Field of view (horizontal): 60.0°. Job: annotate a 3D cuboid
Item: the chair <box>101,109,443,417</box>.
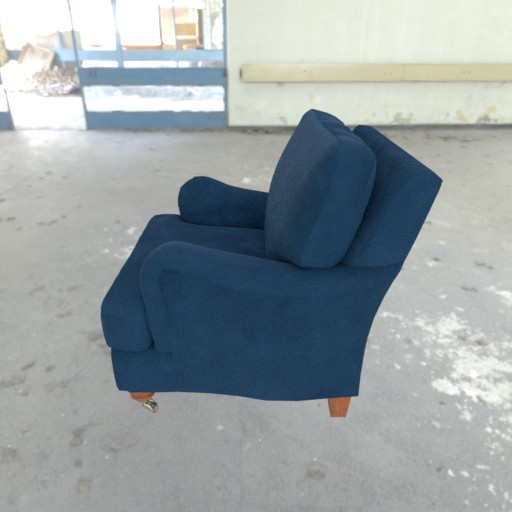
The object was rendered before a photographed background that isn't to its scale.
[{"bbox_3d":[0.000,0.000,1.828,1.078,1.076,0.895,0,26,0],"label":"chair"}]
